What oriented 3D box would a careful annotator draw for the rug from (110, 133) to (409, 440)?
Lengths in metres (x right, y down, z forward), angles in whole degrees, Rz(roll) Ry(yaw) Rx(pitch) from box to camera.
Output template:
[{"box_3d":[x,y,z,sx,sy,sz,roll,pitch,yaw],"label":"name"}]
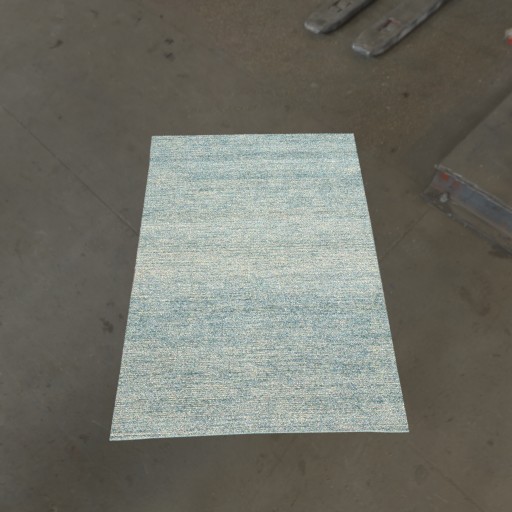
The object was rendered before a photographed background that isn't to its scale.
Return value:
[{"box_3d":[0.000,0.000,2.949,1.611,0.026,2.260,-1,59,-1],"label":"rug"}]
